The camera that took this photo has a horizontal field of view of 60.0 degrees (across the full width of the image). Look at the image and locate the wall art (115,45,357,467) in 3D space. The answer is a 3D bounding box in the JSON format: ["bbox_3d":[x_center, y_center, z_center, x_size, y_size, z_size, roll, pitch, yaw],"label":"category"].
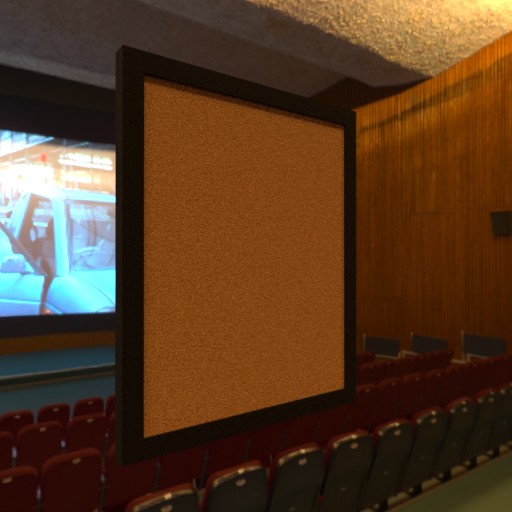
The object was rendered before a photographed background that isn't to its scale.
[{"bbox_3d":[0.000,0.000,0.732,0.457,0.559,0.029,0,0,-36],"label":"wall art"}]
